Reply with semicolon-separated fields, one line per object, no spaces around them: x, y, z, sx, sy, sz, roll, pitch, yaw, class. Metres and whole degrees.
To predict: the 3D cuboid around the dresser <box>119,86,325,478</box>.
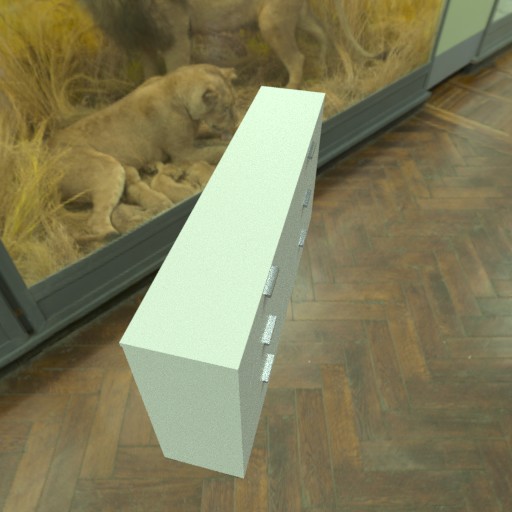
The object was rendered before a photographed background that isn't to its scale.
0.000;0.000;1.910;0.333;0.790;1.535;10;46;10;dresser
